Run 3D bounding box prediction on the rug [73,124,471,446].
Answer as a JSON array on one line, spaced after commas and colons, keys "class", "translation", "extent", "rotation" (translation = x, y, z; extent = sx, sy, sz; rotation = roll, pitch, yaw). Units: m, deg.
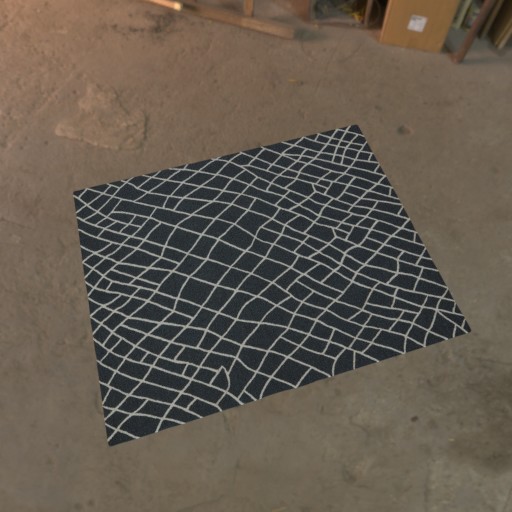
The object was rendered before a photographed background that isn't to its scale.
[{"class": "rug", "translation": [0.000, 0.000, 4.047], "extent": [3.047, 0.022, 2.439], "rotation": [-15, 63, -8]}]
